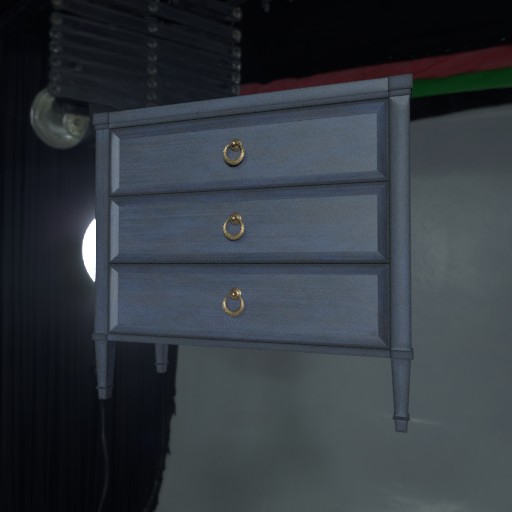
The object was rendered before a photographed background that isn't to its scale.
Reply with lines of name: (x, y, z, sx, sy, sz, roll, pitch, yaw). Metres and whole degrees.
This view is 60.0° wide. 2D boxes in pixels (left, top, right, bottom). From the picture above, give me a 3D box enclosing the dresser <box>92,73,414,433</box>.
dresser: (0.000, 0.000, 1.579, 1.049, 0.986, 0.463, 0, -1, 18)
